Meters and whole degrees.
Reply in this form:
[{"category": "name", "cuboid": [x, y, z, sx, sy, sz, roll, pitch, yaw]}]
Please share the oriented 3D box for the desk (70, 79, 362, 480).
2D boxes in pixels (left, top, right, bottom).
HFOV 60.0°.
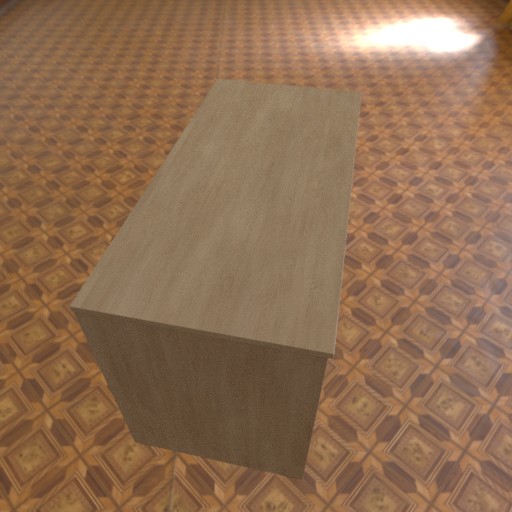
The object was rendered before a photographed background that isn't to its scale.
[{"category": "desk", "cuboid": [0.000, 0.000, 1.667, 0.600, 0.770, 1.251, 9, 46, 9]}]
